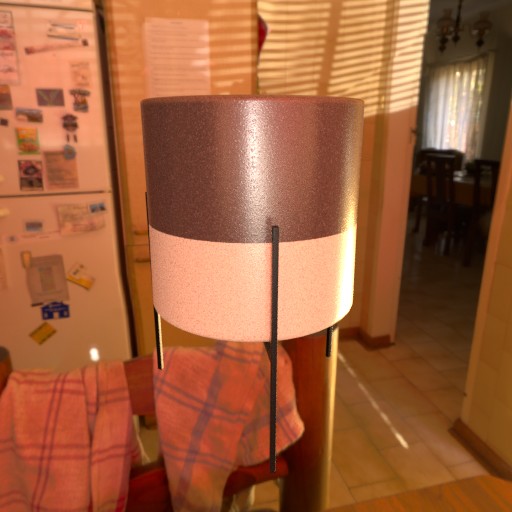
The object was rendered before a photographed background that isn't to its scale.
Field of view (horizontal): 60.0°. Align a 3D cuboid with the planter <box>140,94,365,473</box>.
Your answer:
[{"bbox_3d":[0.000,0.000,0.534,0.260,0.353,0.250,-16,23,-42],"label":"planter"}]
